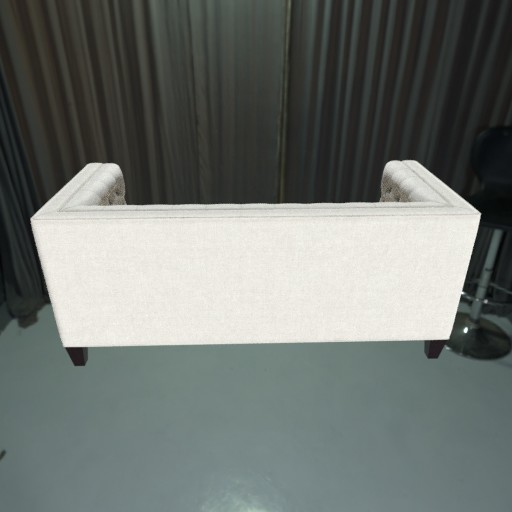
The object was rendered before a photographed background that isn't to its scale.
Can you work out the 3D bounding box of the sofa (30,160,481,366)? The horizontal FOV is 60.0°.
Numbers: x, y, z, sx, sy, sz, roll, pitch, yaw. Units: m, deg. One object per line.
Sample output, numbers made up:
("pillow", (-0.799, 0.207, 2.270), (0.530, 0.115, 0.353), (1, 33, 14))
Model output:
("sofa", (0.000, 0.000, 2.244), (1.778, 0.762, 0.775), (-1, 28, -2))
